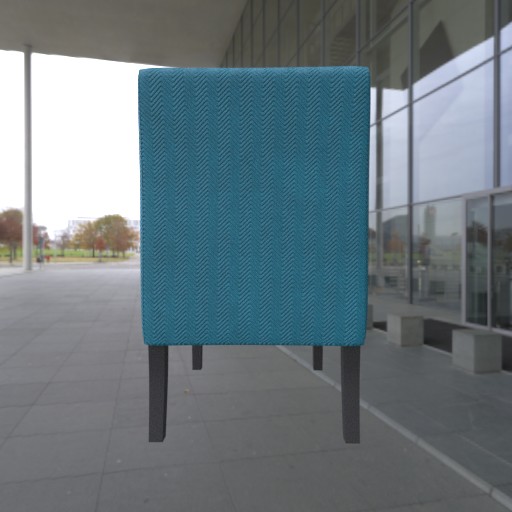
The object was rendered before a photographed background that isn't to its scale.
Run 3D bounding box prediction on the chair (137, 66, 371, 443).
[{"bbox_3d":[0.000,0.000,1.446,0.579,0.927,0.808,0,0,1],"label":"chair"}]
